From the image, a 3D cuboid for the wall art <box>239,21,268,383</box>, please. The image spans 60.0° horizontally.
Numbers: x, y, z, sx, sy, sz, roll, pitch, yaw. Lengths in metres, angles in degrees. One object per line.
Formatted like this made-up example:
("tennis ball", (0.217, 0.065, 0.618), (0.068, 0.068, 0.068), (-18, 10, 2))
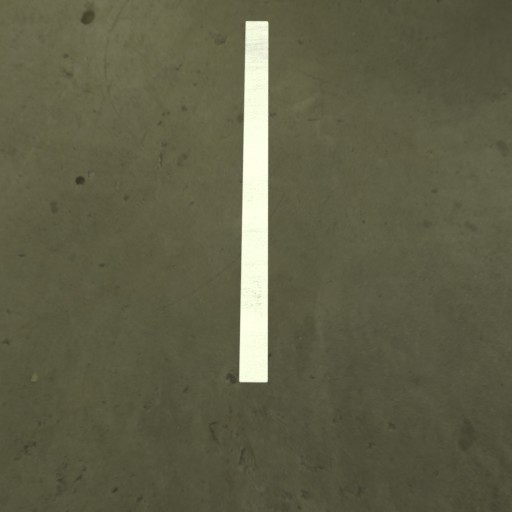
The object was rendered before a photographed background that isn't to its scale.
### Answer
("wall art", (0.000, 0.000, 1.153), (0.043, 0.914, 0.624), (0, 75, 0))
